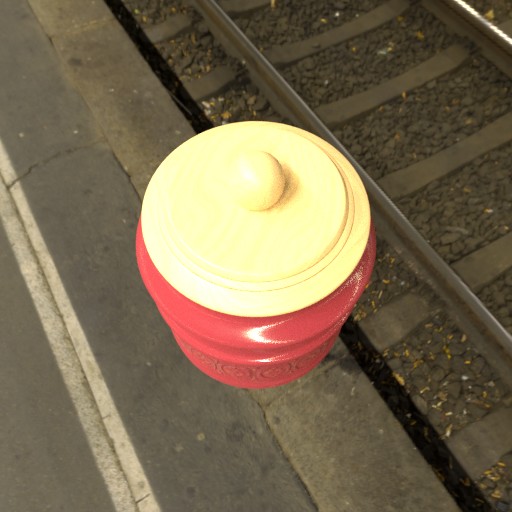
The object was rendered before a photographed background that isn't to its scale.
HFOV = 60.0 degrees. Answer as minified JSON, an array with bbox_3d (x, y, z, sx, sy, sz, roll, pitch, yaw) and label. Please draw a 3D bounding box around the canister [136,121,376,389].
[{"bbox_3d":[0.000,0.000,0.267,0.130,0.176,0.130,0,63,0],"label":"canister"}]
